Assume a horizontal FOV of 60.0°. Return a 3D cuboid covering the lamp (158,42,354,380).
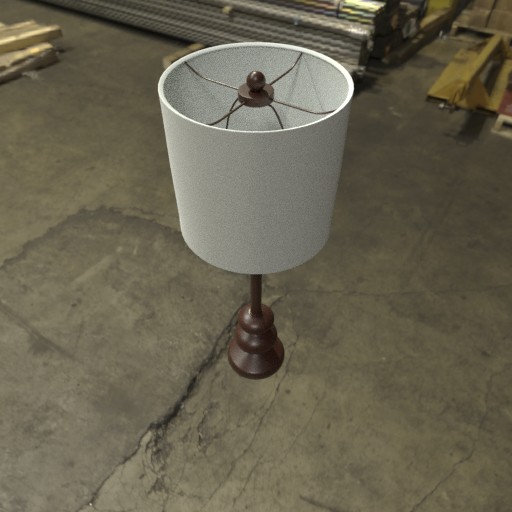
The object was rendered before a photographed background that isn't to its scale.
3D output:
[{"bbox_3d":[0.000,0.000,0.820,0.254,0.690,0.254,26,52,22],"label":"lamp"}]
